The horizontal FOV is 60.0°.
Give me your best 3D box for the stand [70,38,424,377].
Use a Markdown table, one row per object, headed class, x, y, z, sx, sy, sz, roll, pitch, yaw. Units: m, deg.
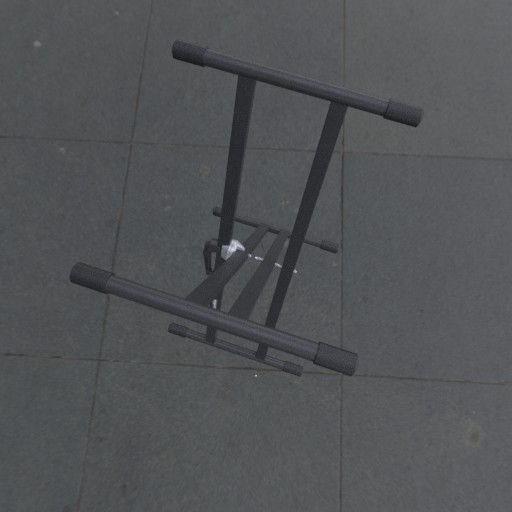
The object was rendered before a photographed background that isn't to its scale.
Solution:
| class | x | y | z | sx | sy | sz | roll | pitch | yaw |
| --- | --- | --- | --- | --- | --- | --- | --- | --- | --- |
| stand | 0.000 | 0.000 | 1.193 | 0.495 | 0.900 | 0.503 | 18 | 76 | 5 |
